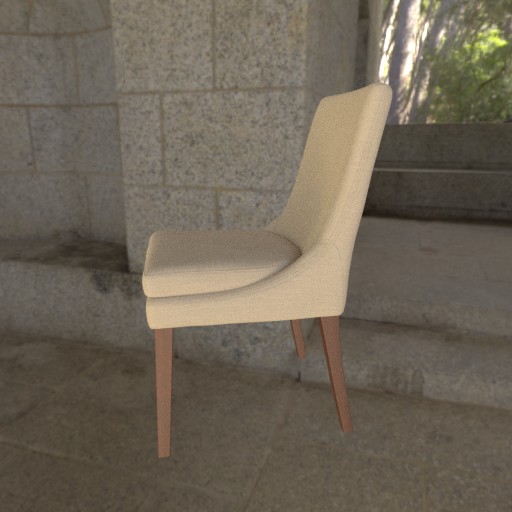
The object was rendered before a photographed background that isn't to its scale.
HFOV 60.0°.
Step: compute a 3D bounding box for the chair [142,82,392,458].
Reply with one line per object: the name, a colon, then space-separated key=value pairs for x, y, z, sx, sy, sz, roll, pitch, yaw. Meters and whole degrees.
chair: x=0.000 y=0.000 z=1.323 sx=0.638 sy=0.940 sz=0.515 roll=-3 pitch=15 yaw=-10
